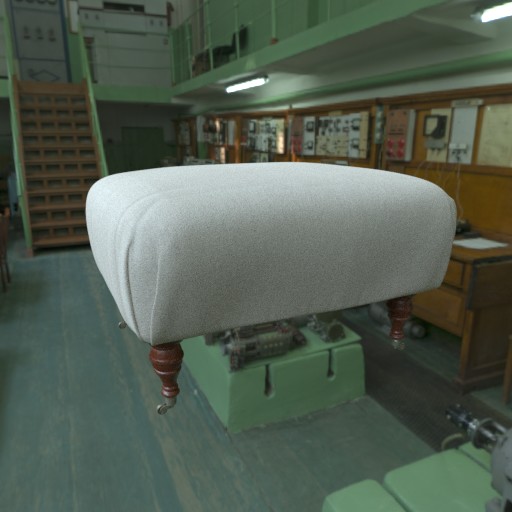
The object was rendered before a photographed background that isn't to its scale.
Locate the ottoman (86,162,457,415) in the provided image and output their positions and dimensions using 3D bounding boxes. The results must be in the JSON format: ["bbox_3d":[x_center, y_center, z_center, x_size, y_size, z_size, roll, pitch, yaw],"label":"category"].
[{"bbox_3d":[0.000,0.000,1.110,0.746,0.450,0.639,-7,17,-25],"label":"ottoman"}]
